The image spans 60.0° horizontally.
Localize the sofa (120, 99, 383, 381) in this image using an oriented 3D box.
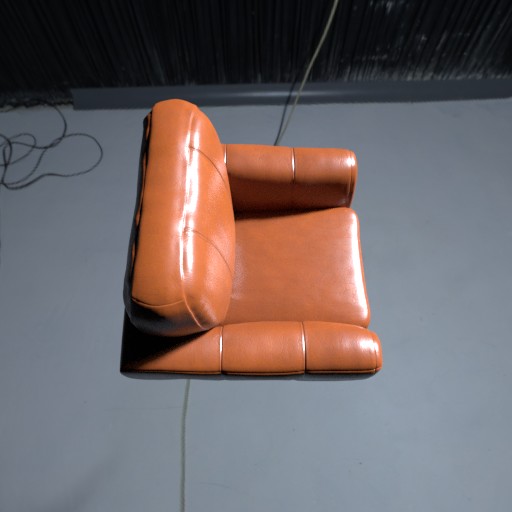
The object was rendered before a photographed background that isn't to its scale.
[{"bbox_3d":[0.000,0.000,1.512,0.789,0.876,0.836,-1,65,0],"label":"sofa"}]
